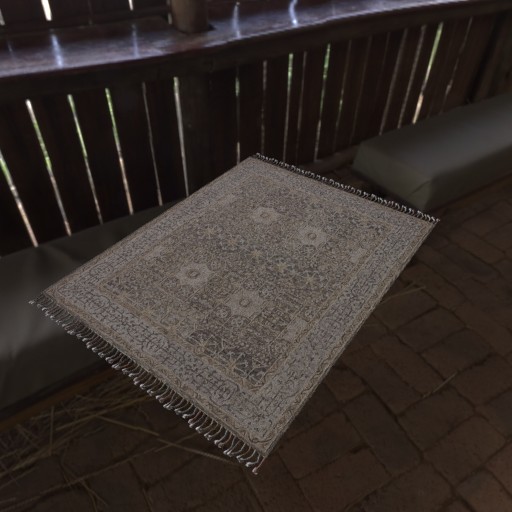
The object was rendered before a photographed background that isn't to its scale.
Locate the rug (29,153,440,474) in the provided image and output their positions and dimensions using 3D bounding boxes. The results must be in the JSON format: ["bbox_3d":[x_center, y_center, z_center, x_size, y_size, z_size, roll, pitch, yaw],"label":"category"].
[{"bbox_3d":[0.000,0.000,4.241,2.431,0.017,3.291,26,47,27],"label":"rug"}]
